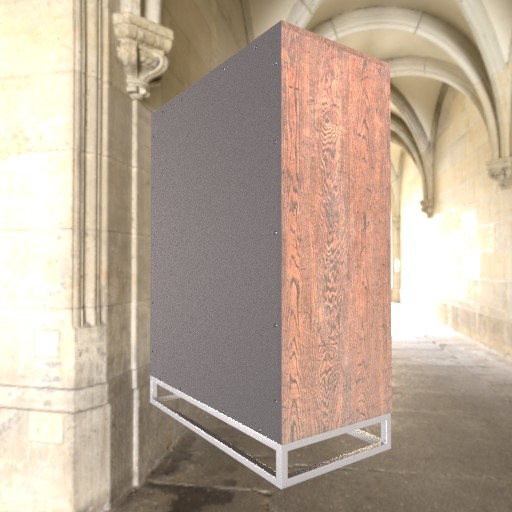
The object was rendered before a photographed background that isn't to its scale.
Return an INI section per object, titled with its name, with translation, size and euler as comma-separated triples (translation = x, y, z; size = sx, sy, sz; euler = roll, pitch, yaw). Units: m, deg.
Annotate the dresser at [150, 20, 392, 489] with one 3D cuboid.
[dresser]
translation = 0.000, 0.000, 1.784
size = 0.508, 1.321, 0.965
euler = 1, -1, -35
